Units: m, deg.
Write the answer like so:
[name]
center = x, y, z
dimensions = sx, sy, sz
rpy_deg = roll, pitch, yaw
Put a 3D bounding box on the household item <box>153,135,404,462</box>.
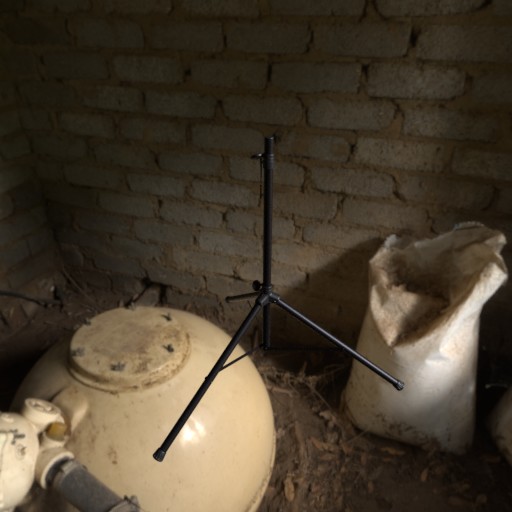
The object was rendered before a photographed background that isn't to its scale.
[household item]
center = 0.000, 0.000, 2.752
dimensions = 1.596, 1.595, 1.339
rpy_deg = -9, 31, -16
